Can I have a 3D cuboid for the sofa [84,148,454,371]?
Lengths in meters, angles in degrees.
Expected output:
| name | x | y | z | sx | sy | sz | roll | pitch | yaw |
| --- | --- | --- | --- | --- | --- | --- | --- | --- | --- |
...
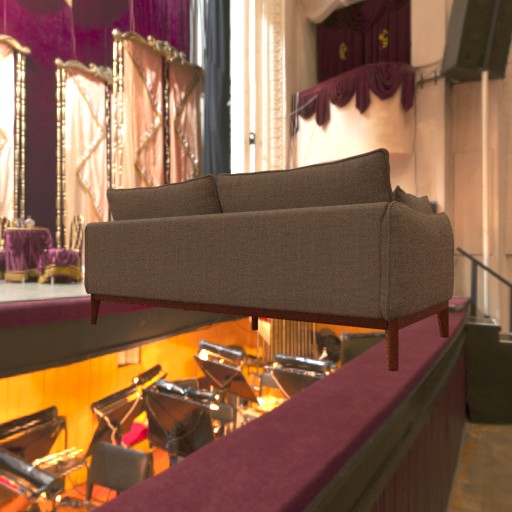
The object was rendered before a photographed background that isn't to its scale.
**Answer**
| name | x | y | z | sx | sy | sz | roll | pitch | yaw |
| --- | --- | --- | --- | --- | --- | --- | --- | --- | --- |
| sofa | 0.000 | 0.000 | 2.541 | 1.989 | 0.851 | 0.972 | 0 | 0 | 36 |
